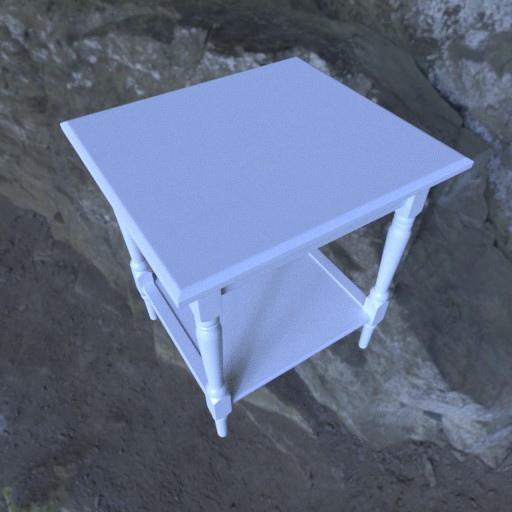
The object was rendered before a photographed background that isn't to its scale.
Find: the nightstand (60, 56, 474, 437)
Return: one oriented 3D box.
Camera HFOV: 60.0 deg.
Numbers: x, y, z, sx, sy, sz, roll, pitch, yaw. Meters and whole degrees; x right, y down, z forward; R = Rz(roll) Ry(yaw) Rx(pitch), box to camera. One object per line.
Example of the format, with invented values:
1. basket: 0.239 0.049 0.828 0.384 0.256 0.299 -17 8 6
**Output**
1. nightstand: 0.000 0.000 0.919 0.505 0.555 0.459 -25 52 -22
